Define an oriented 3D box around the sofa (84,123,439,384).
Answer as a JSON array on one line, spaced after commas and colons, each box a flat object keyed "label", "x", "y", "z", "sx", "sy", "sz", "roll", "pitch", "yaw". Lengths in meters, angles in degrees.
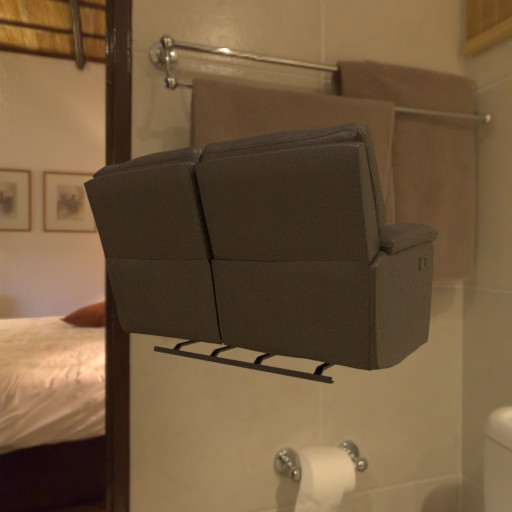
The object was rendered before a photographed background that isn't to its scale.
[{"label": "sofa", "x": 0.000, "y": 0.000, "z": 2.492, "sx": 1.765, "sy": 1.111, "sz": 1.104, "roll": 0, "pitch": 1, "yaw": 35}]
